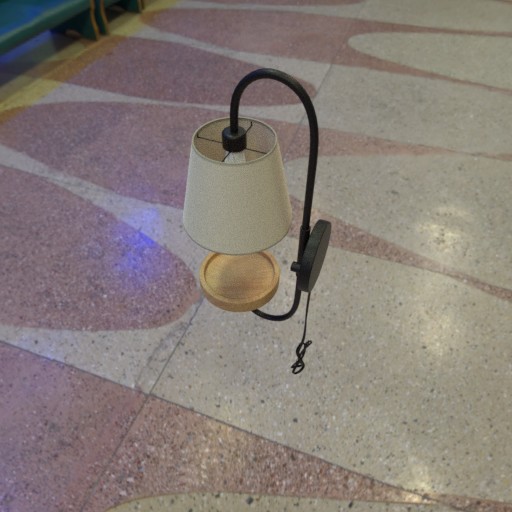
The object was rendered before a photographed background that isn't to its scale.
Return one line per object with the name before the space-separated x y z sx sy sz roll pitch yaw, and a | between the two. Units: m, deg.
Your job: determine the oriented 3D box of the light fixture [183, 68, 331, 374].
light fixture | 0.000 0.000 0.953 0.299 0.821 0.220 17 49 15
